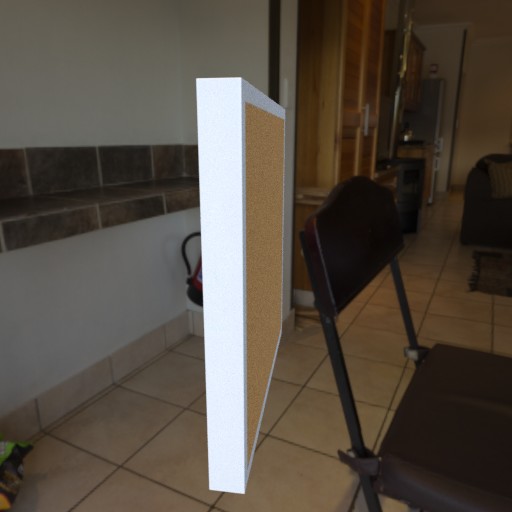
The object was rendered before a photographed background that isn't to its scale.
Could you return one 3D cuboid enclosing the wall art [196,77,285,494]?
[{"bbox_3d":[0.000,0.000,0.607,0.038,0.406,0.406,2,15,8],"label":"wall art"}]
